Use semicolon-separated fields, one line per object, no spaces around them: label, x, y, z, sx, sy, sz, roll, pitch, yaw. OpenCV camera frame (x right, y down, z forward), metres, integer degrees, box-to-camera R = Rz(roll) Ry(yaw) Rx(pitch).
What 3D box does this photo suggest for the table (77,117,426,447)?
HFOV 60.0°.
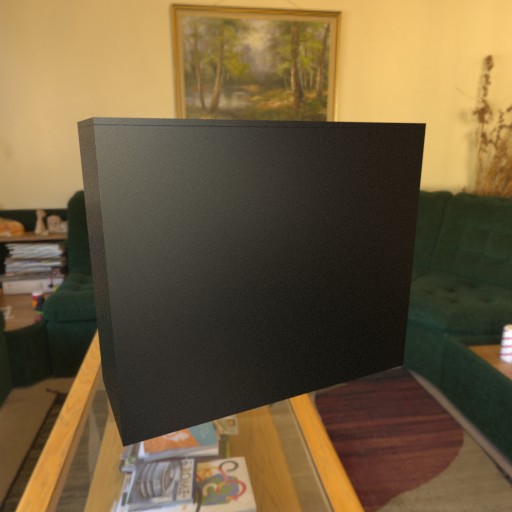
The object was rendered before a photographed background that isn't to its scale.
table;0.000;0.000;1.372;0.930;0.790;0.380;-7;17;-25
